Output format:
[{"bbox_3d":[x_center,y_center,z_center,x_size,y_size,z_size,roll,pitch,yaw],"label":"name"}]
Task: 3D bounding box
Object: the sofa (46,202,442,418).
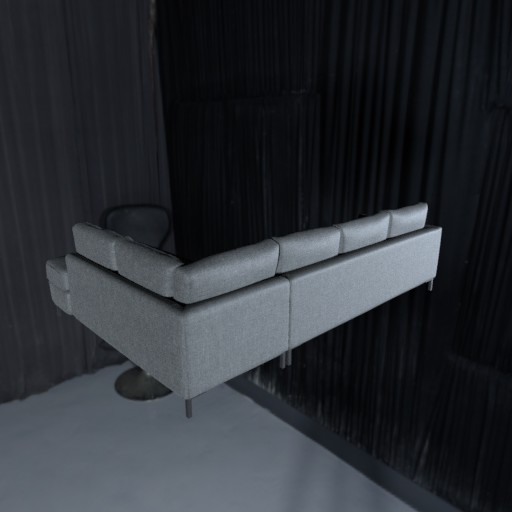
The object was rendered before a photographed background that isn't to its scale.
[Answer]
[{"bbox_3d":[0.000,0.000,3.932,2.972,0.858,1.984,-15,23,-41],"label":"sofa"}]
